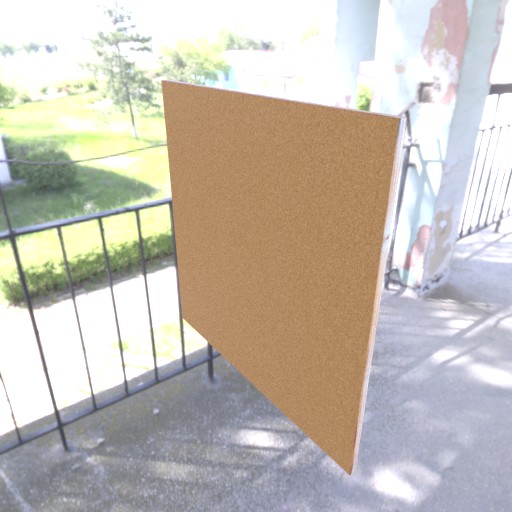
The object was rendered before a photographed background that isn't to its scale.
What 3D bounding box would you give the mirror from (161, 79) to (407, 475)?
[{"bbox_3d":[0.000,0.000,1.156,0.061,0.804,0.804,-19,32,-33],"label":"mirror"}]
